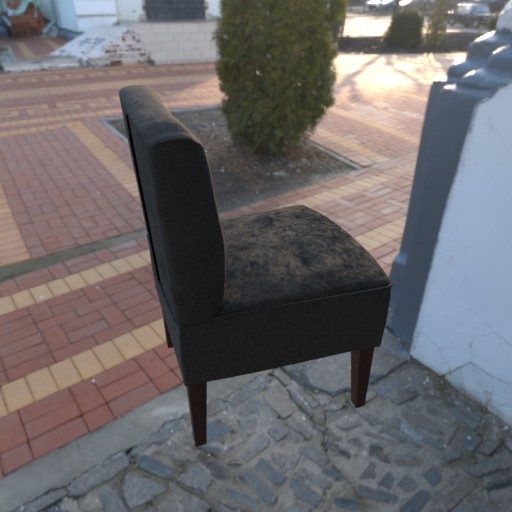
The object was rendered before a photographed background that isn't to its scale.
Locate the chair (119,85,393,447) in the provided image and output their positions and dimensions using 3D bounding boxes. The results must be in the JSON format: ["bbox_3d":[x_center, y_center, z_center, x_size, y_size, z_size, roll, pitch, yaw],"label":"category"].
[{"bbox_3d":[0.000,0.000,1.148,0.554,0.806,0.521,-10,32,-17],"label":"chair"}]
